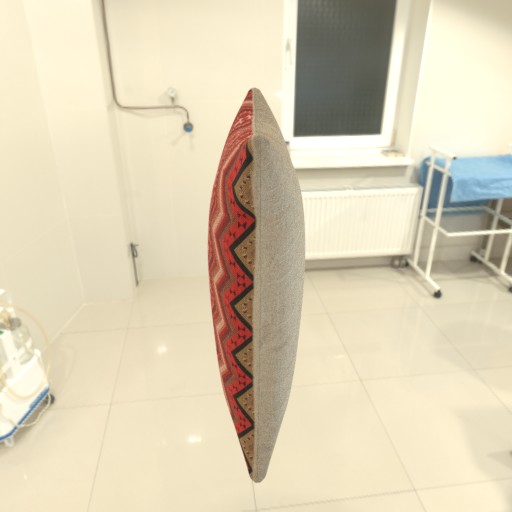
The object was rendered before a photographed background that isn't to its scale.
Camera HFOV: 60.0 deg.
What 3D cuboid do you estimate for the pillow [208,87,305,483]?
[{"bbox_3d":[0.000,0.000,0.770,0.158,0.511,0.513,0,26,-1],"label":"pillow"}]
